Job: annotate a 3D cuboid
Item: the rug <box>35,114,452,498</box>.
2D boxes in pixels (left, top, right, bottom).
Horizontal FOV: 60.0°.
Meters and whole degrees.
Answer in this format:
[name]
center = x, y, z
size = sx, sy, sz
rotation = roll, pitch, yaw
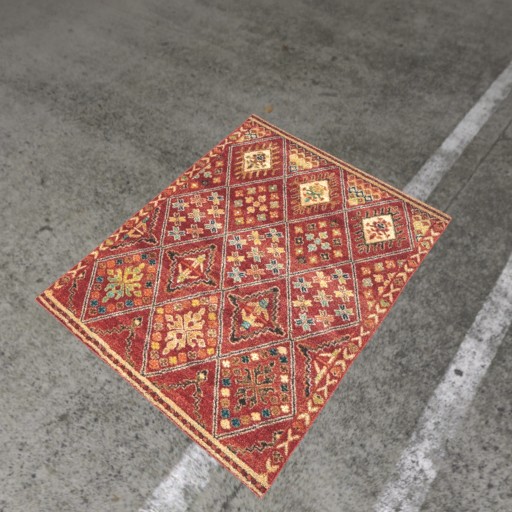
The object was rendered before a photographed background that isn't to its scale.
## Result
[rug]
center = 0.000, 0.000, 4.091
size = 2.489, 0.030, 3.086
rotation = 33, 63, 20
